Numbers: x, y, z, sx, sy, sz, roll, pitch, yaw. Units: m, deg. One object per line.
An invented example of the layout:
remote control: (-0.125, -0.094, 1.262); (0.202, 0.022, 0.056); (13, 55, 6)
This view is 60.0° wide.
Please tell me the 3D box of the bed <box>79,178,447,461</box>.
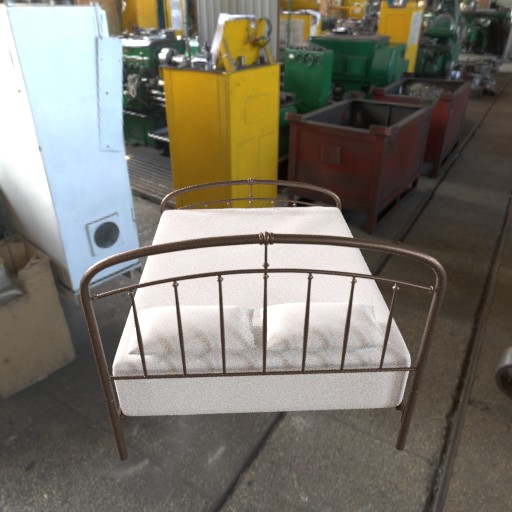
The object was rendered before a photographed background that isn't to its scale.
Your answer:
bed: (0.000, 0.000, 3.175); (1.711, 1.475, 2.168); (-1, 30, -2)
